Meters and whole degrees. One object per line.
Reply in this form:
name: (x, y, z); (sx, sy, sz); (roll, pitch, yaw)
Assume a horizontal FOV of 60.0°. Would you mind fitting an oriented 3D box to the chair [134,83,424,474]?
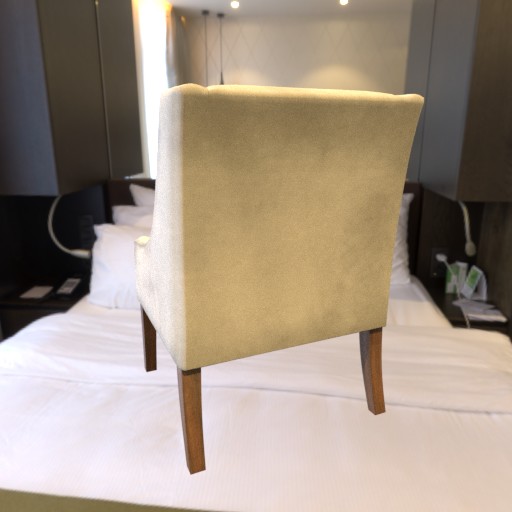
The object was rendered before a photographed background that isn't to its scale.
chair: (0.000, 0.000, 1.318); (0.629, 0.895, 0.629); (-7, 17, -24)
